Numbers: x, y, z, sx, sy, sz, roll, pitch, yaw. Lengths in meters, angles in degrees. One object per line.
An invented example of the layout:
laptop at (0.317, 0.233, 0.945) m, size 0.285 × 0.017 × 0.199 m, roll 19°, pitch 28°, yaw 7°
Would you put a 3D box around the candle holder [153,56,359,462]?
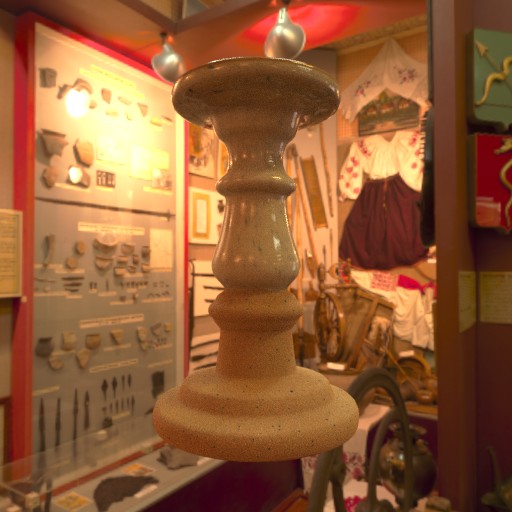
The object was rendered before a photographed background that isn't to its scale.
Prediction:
candle holder at (0.000, 0.000, 0.273) m, size 0.123 × 0.202 × 0.123 m, roll 0°, pitch -1°, yaw 0°
